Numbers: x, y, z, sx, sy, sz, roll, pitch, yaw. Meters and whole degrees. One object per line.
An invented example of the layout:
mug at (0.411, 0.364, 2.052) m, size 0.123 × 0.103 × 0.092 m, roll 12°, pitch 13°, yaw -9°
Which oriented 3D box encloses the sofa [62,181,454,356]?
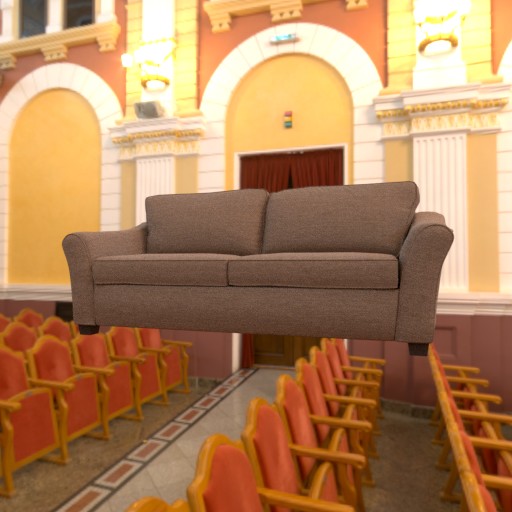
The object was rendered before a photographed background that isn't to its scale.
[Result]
sofa at (0.000, 0.000, 2.807) m, size 2.270 × 0.965 × 0.980 m, roll 0°, pitch -1°, yaw 19°
